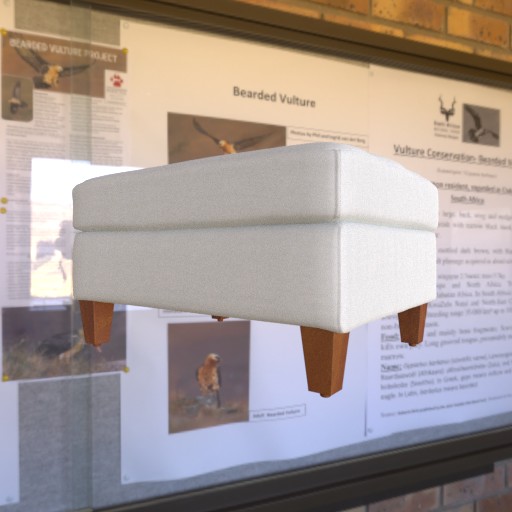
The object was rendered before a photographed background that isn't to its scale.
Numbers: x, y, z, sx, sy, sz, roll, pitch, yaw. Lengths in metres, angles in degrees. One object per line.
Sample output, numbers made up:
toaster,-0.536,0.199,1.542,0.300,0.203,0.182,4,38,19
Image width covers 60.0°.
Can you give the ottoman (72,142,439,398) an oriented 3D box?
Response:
ottoman,0.000,0.000,1.216,0.818,0.496,0.634,1,1,36
